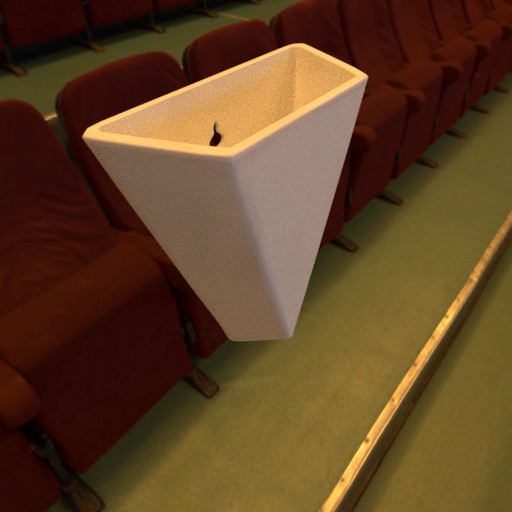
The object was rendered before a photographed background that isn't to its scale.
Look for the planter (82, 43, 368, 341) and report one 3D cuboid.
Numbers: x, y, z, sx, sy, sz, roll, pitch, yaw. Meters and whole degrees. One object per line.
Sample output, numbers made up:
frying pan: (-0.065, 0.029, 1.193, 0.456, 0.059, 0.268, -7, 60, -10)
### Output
planter: (0.000, 0.000, 0.265, 0.060, 0.197, 0.150, 28, 48, 28)
